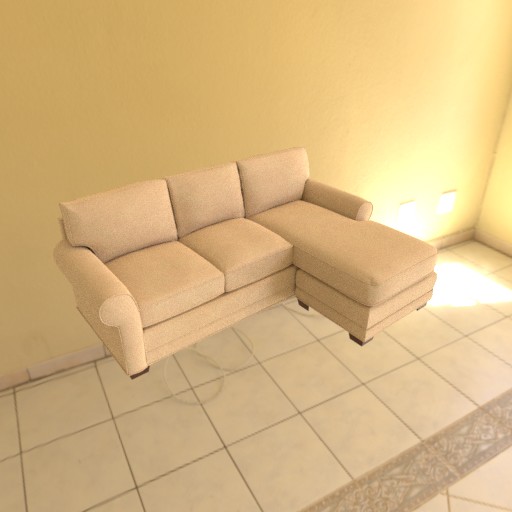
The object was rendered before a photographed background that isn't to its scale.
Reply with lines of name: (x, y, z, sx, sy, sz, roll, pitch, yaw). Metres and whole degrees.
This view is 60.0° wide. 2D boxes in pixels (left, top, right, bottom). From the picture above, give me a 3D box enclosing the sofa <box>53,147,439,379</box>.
sofa: (0.000, 0.000, 2.378, 1.770, 0.734, 1.226, -21, 36, -33)
